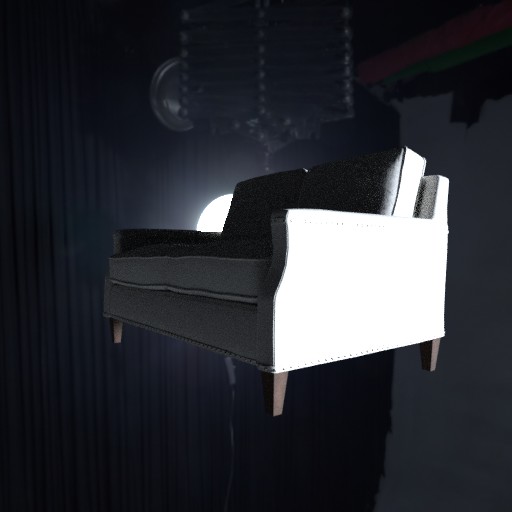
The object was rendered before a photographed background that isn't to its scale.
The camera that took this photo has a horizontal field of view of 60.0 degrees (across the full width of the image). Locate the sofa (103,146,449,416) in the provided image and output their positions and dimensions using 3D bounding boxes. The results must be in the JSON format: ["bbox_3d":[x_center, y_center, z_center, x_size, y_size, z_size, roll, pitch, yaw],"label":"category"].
[{"bbox_3d":[0.000,0.000,2.286,1.084,1.003,1.597,0,0,-37],"label":"sofa"}]
